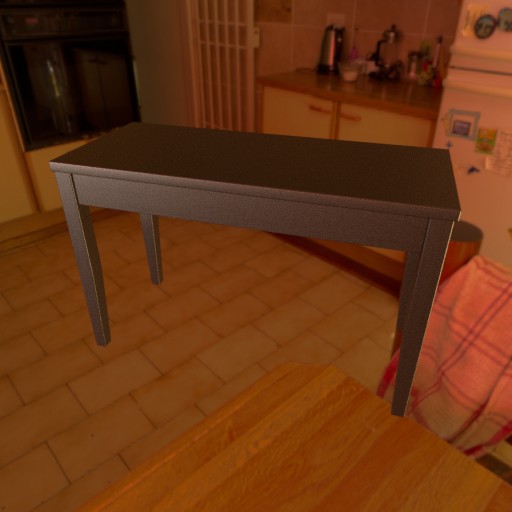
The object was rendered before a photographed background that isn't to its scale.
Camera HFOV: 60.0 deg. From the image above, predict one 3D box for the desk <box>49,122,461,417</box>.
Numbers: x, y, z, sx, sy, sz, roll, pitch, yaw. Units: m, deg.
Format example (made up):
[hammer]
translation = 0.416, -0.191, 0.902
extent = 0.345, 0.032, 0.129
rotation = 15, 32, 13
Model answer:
[desk]
translation = 0.000, 0.000, 1.653
extent = 1.220, 0.775, 0.508
rotation = 9, 32, 15
